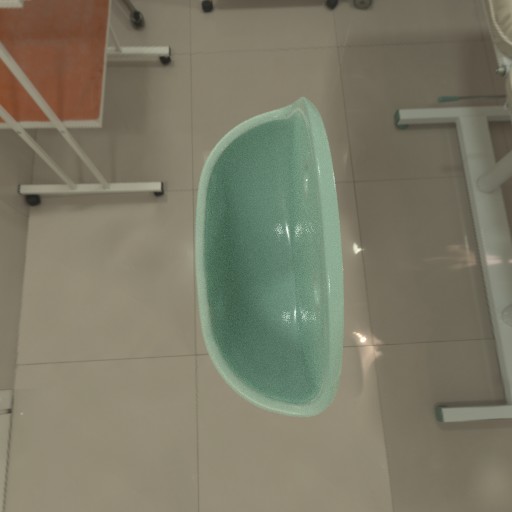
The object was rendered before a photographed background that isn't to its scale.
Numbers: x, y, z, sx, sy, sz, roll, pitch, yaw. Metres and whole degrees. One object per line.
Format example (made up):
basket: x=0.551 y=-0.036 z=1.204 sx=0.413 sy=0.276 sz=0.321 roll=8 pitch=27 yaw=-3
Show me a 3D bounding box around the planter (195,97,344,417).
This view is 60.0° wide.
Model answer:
planter: x=0.000 y=0.000 z=0.272 sx=0.073 sy=0.164 sz=0.189 roll=-3 pitch=75 yaw=-1
